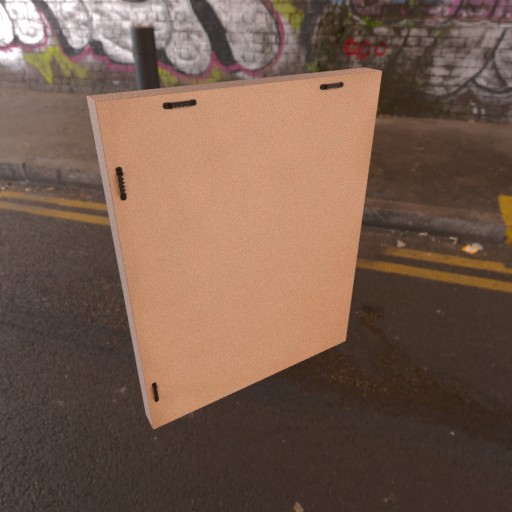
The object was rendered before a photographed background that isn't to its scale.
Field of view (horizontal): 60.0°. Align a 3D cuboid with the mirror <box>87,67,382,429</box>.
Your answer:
[{"bbox_3d":[0.000,0.000,0.685,0.405,0.508,0.041,-17,35,-27],"label":"mirror"}]
